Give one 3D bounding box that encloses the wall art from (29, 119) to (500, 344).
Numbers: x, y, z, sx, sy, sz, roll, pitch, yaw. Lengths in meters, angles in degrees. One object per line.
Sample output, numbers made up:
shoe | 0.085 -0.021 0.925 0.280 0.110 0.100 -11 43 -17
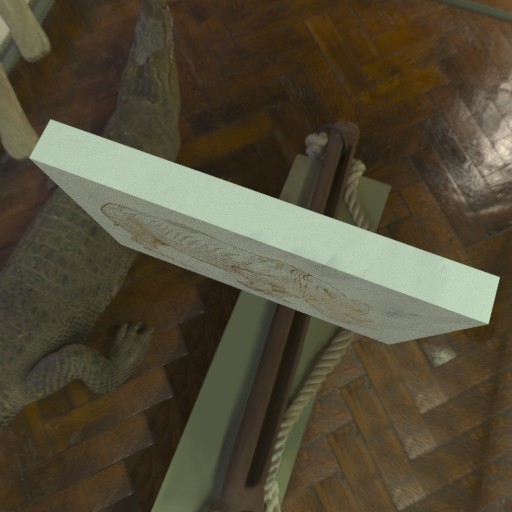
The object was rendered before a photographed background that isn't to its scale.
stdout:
wall art | 0.000 0.000 0.471 0.381 0.254 0.038 20 76 5
